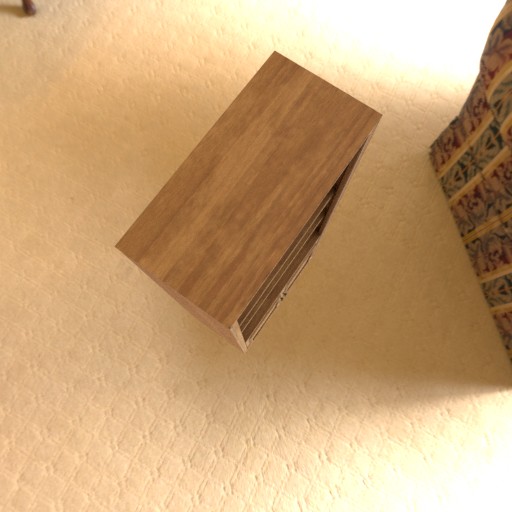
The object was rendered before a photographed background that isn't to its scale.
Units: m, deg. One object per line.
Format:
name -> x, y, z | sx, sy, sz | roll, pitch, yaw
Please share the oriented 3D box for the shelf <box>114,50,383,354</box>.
shelf -> 0.000, 0.000, 2.345 | 0.453, 1.930, 0.864 | 34, 78, 8
